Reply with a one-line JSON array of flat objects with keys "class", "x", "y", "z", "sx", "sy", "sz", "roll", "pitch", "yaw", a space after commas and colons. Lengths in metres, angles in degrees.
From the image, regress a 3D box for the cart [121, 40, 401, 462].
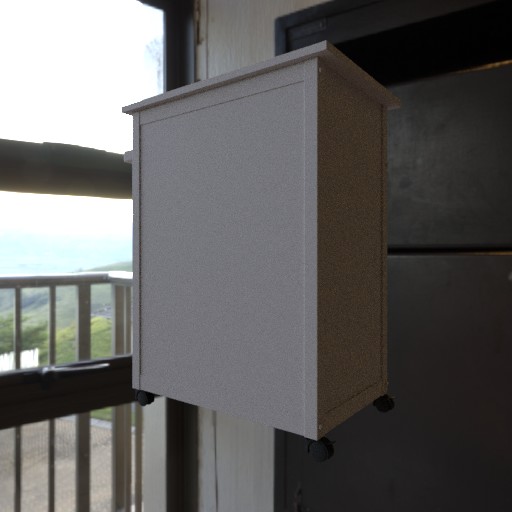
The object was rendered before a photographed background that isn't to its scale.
[{"class": "cart", "x": 0.000, "y": 0.000, "z": 1.267, "sx": 0.683, "sy": 0.864, "sz": 0.442, "roll": 0, "pitch": 0, "yaw": 37}]
